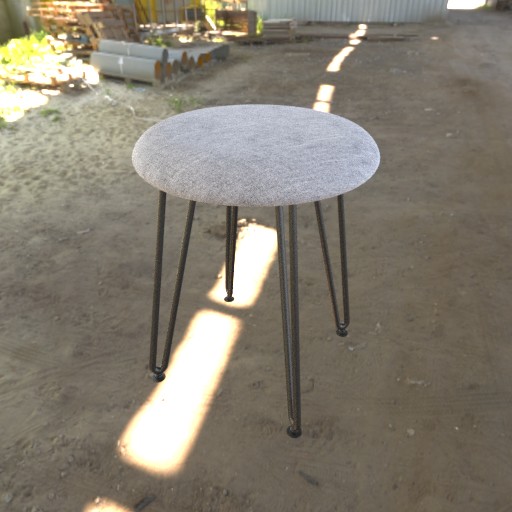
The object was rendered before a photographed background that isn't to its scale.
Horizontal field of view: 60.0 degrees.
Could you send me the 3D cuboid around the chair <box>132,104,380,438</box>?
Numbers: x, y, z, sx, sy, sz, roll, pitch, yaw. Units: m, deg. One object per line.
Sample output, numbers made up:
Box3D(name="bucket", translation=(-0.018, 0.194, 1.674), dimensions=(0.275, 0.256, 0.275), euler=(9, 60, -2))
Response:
Box3D(name="chair", translation=(0.000, 0.000, 0.649), dimensions=(0.350, 0.386, 0.350), euler=(-10, 33, -16))
